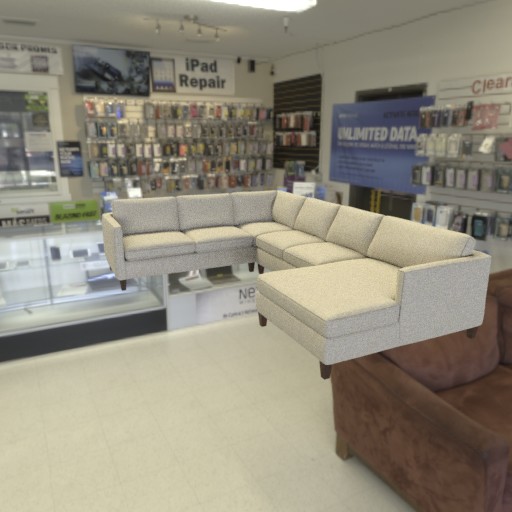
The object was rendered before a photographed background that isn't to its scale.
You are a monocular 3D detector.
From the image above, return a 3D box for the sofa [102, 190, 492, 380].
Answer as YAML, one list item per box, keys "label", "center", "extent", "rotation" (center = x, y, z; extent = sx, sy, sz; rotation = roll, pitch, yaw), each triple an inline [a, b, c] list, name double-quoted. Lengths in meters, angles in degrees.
- label: "sofa"
  center: [0.000, 0.000, 4.464]
  extent: [2.551, 0.889, 3.403]
  rotation: [-7, 17, -25]
